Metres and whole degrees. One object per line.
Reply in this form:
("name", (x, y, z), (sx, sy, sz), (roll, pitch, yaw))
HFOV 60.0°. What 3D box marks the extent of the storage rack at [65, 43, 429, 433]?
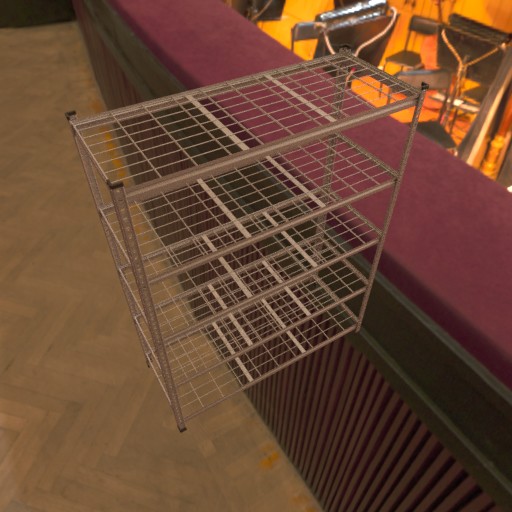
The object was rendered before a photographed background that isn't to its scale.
("storage rack", (0.000, 0.000, 2.664), (1.524, 1.981, 0.610), (-23, 50, -21))
